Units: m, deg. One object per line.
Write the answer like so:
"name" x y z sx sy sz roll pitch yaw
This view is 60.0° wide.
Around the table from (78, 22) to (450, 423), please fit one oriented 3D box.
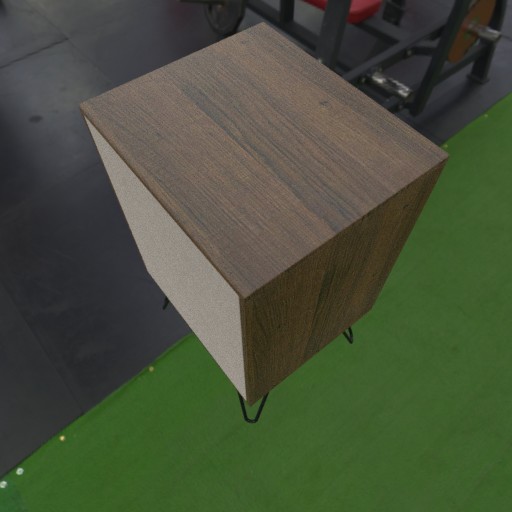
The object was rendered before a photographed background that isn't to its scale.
"table" 0.000 0.000 1.169 0.457 0.866 0.526 -34 64 -19
